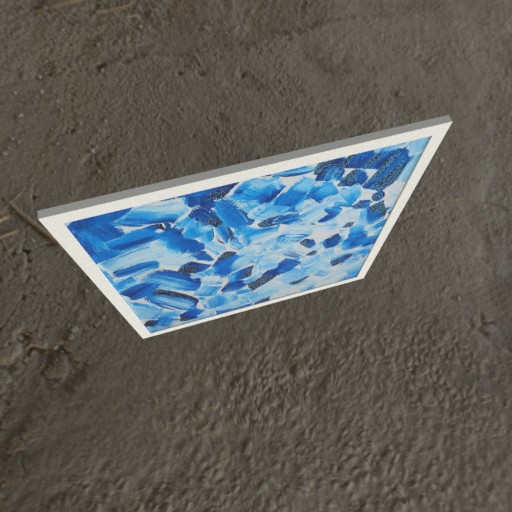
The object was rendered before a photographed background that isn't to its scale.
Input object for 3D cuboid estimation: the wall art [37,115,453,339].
[{"bbox_3d":[0.000,0.000,0.981,0.660,0.660,0.015,-15,65,-7],"label":"wall art"}]
